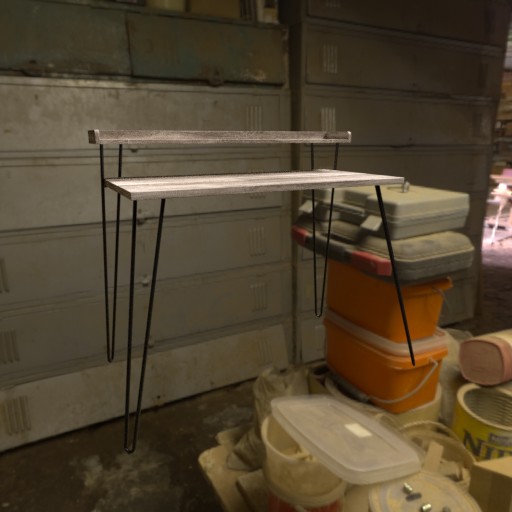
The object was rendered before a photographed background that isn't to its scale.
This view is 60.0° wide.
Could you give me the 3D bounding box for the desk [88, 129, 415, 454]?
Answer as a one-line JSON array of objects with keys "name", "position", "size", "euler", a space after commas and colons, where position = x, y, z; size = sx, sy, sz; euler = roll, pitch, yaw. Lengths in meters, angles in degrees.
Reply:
[{"name": "desk", "position": [0.000, 0.000, 1.648], "size": [1.135, 0.899, 0.605], "euler": [-8, 17, -26]}]
